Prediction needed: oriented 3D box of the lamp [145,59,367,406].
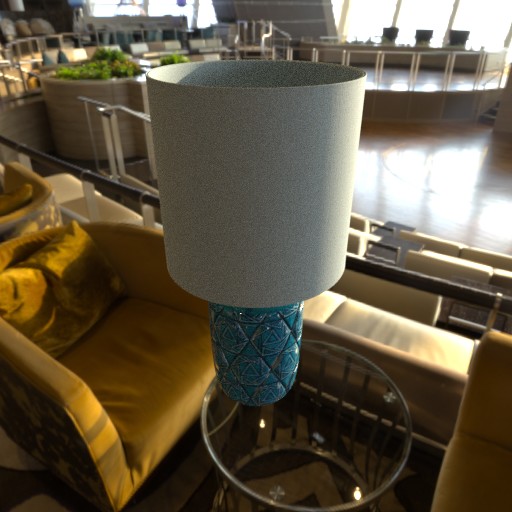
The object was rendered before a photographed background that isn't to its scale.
[{"bbox_3d":[0.000,0.000,0.486,0.193,0.377,0.193,10,31,17],"label":"lamp"}]
